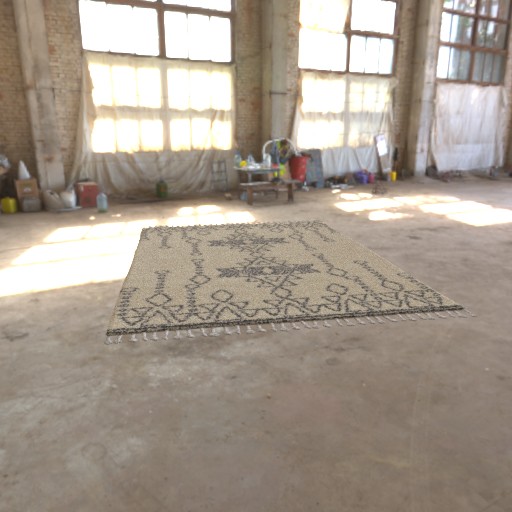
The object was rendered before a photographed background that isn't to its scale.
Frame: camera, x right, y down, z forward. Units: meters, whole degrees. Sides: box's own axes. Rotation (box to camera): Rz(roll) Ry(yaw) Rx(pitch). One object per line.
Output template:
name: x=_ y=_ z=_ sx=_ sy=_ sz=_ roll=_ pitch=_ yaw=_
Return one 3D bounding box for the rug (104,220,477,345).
rug: x=0.000 y=0.000 z=3.863 sx=2.125 sy=0.028 sz=3.027 roll=-3 pitch=16 yaw=-10
